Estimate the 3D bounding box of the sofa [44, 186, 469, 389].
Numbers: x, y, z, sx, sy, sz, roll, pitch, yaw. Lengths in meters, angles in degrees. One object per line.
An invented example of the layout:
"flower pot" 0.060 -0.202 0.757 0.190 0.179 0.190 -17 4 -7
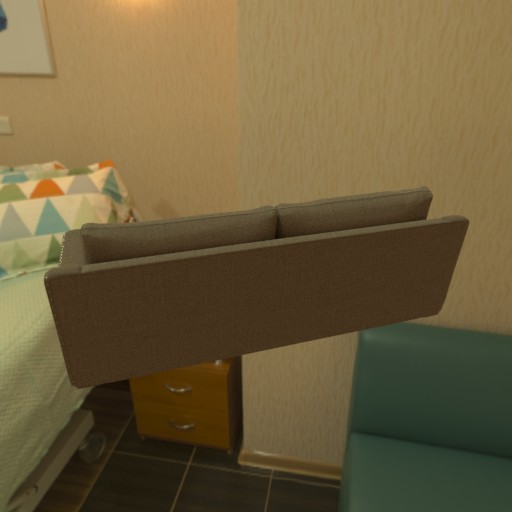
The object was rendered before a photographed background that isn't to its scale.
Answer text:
"sofa" 0.000 0.000 2.708 2.208 0.857 1.000 -8 26 -17
